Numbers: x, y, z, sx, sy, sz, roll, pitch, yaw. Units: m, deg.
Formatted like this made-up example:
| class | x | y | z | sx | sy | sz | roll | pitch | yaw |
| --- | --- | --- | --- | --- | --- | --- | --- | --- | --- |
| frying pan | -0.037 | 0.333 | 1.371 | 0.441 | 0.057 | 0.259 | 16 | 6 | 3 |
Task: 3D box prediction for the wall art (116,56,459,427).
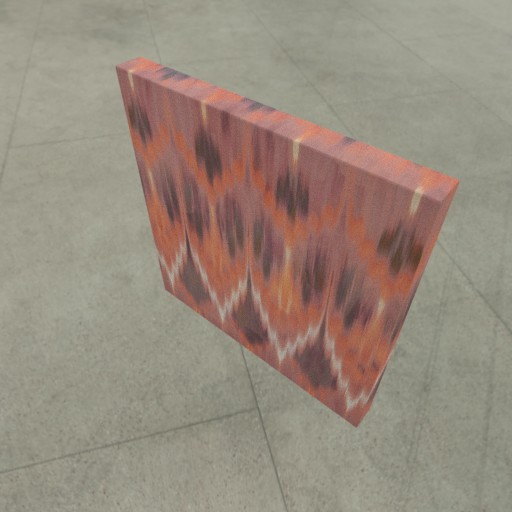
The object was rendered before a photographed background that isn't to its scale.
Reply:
| class | x | y | z | sx | sy | sz | roll | pitch | yaw |
| --- | --- | --- | --- | --- | --- | --- | --- | --- | --- |
| wall art | 0.000 | 0.000 | 0.586 | 0.403 | 0.406 | 0.038 | 31 | 53 | 27 |
